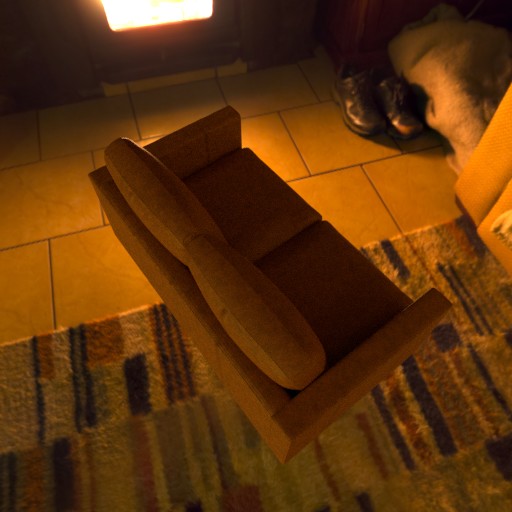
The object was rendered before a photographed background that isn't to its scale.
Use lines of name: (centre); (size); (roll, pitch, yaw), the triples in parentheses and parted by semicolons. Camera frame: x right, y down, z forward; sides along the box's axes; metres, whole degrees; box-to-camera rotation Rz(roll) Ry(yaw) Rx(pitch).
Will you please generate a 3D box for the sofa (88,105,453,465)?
sofa: (0.000, 0.000, 2.182); (0.909, 0.951, 1.578); (-33, 63, -19)
